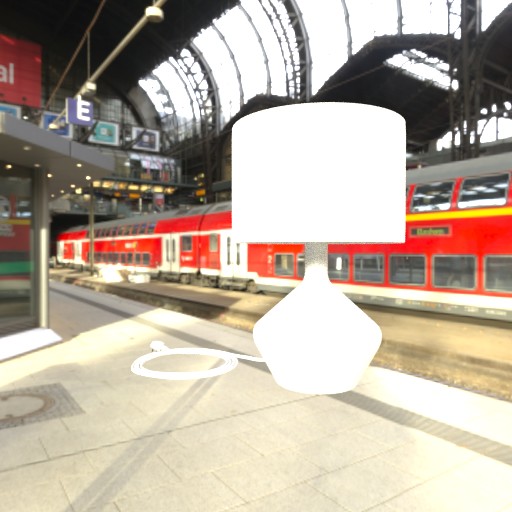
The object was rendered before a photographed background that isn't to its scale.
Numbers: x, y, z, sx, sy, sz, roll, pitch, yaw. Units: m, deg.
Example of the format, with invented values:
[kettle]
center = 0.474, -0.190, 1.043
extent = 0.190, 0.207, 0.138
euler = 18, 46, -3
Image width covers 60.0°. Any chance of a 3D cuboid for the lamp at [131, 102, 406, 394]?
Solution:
[lamp]
center = 0.000, 0.000, 0.874
extent = 0.401, 0.457, 0.546
euler = -1, 1, -36
